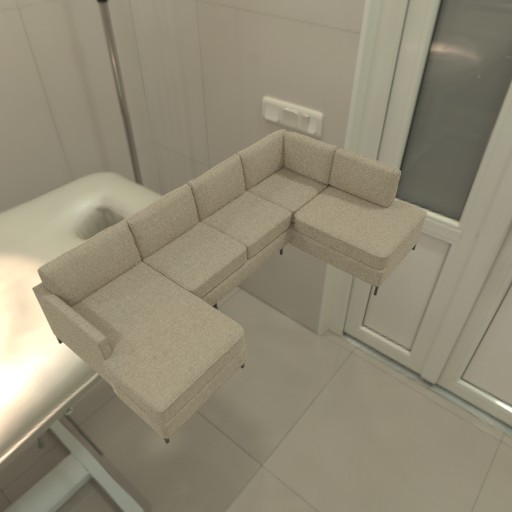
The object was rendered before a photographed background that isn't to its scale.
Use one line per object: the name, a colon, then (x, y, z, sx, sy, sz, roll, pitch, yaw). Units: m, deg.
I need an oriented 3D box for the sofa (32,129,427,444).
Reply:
sofa: (0.000, 0.000, 4.277, 2.021, 0.996, 3.423, 28, 49, 28)
